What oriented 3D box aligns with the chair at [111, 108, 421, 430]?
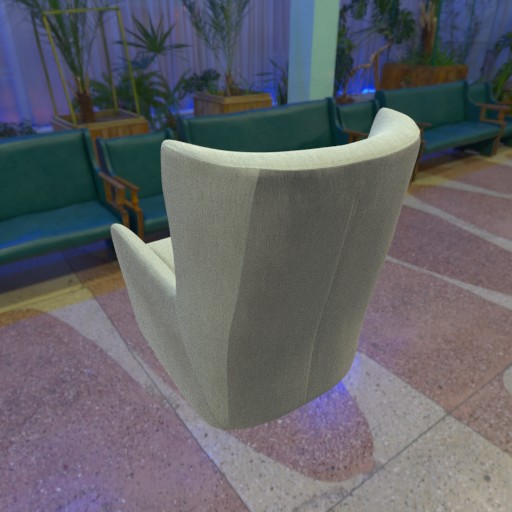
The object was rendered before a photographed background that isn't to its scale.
[{"bbox_3d":[0.000,0.000,1.583,0.779,1.000,0.904,-17,33,-29],"label":"chair"}]
